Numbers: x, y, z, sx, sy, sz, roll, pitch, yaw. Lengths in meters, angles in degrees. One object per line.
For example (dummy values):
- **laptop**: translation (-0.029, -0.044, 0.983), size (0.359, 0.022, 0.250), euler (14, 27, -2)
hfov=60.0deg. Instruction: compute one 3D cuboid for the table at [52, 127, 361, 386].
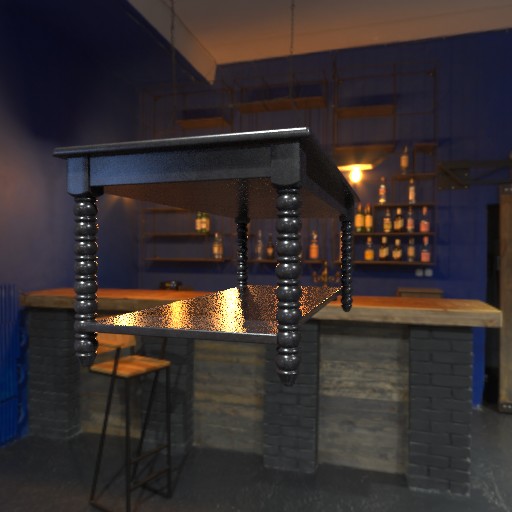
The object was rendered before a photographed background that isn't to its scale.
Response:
- **table**: translation (0.000, 0.000, 1.443), size (0.580, 0.487, 1.171), euler (0, 1, 17)
